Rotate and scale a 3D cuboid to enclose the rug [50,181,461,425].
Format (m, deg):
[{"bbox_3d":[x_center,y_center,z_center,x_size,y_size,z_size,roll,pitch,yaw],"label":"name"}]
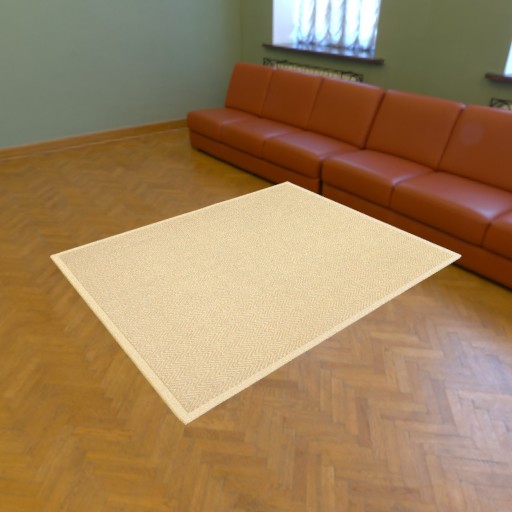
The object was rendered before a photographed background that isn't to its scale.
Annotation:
[{"bbox_3d":[0.000,0.000,4.141,3.009,0.019,2.423,-22,37,-33],"label":"rug"}]
